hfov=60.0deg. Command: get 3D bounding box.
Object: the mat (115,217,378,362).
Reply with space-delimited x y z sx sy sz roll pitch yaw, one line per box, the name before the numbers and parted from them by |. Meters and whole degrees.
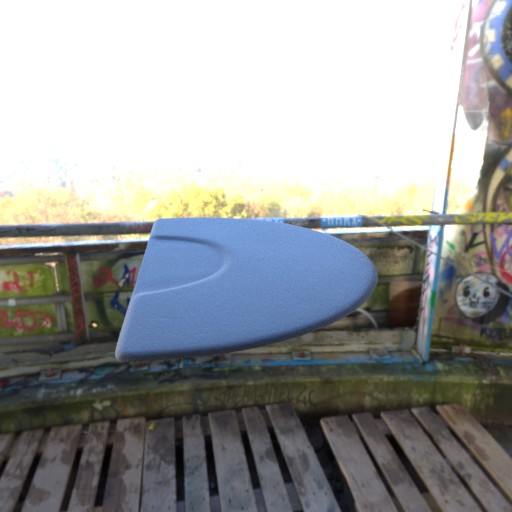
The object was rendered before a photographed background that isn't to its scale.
mat | 0.000 0.000 1.823 0.917 0.016 1.525 -3 18 -8
